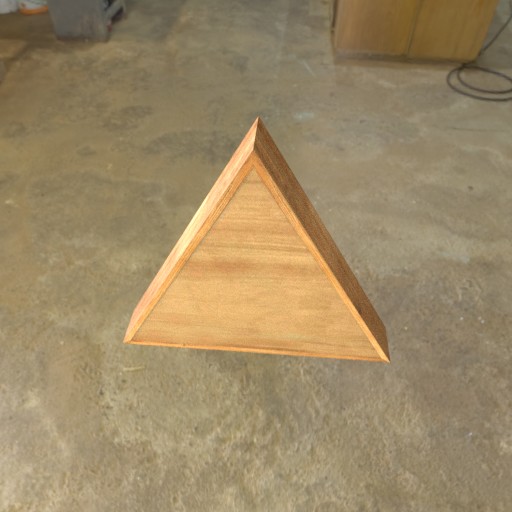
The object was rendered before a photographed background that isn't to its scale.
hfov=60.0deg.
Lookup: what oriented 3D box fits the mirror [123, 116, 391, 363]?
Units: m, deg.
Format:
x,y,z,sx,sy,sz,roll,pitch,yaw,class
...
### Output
x,y,z,sx,sy,sz,roll,pitch,yaw,class
0.000,0.000,0.879,0.631,0.548,0.100,3,46,3,mirror
